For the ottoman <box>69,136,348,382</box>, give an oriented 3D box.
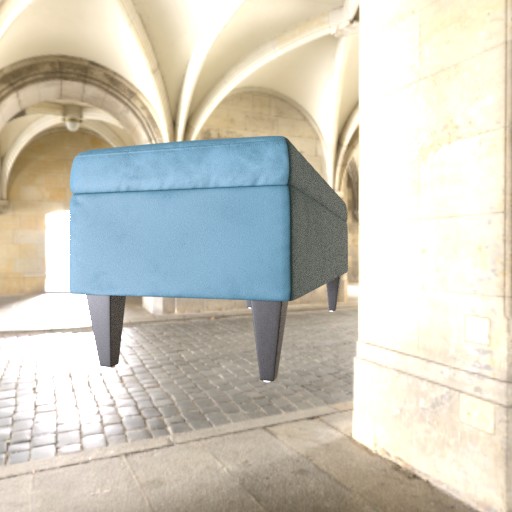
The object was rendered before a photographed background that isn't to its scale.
[{"bbox_3d":[0.000,0.000,1.394,0.482,0.469,1.151,0,1,17],"label":"ottoman"}]
